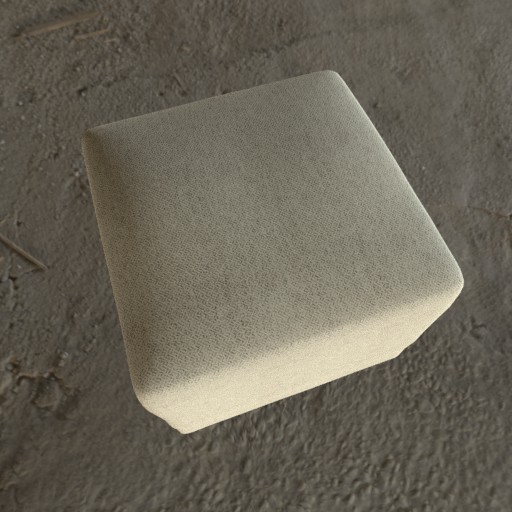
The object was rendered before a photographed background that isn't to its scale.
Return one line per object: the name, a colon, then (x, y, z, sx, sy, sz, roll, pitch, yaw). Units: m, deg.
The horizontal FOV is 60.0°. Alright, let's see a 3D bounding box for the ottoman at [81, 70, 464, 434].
ottoman: (0.000, 0.000, 0.900, 0.521, 0.453, 0.512, -17, 64, -9)
